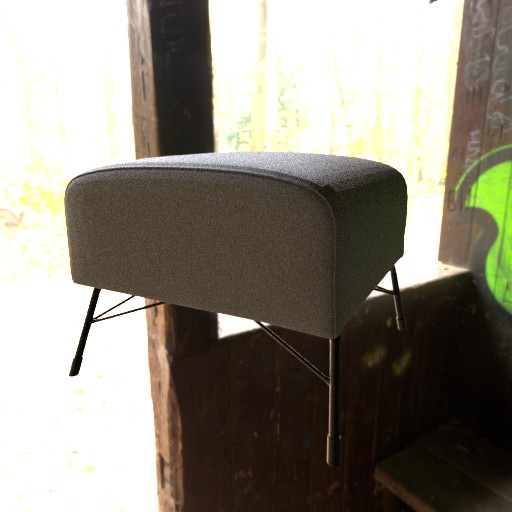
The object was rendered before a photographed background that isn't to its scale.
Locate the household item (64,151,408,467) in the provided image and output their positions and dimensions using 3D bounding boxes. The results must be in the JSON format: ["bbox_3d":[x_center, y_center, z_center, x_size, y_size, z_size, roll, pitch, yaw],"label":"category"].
[{"bbox_3d":[0.000,0.000,0.893,0.530,0.410,0.530,7,16,27],"label":"household item"}]
